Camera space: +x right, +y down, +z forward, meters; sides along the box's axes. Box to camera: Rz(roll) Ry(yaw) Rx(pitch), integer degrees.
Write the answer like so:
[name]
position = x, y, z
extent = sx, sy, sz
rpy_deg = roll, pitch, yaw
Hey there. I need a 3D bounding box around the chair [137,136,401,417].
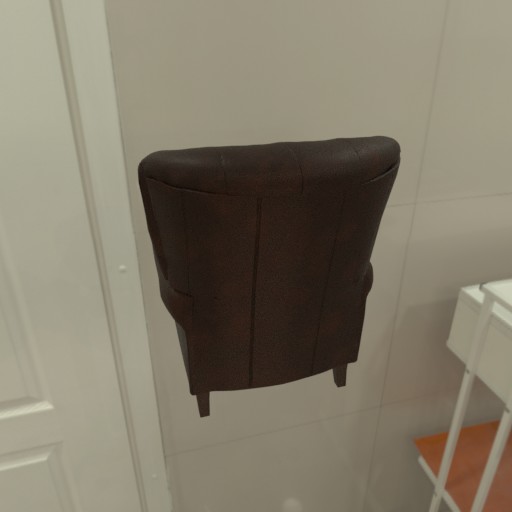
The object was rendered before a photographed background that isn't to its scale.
[chair]
position = 0.000, 0.000, 1.978
extent = 0.948, 1.158, 1.058
rpy_deg = -7, 27, -15
